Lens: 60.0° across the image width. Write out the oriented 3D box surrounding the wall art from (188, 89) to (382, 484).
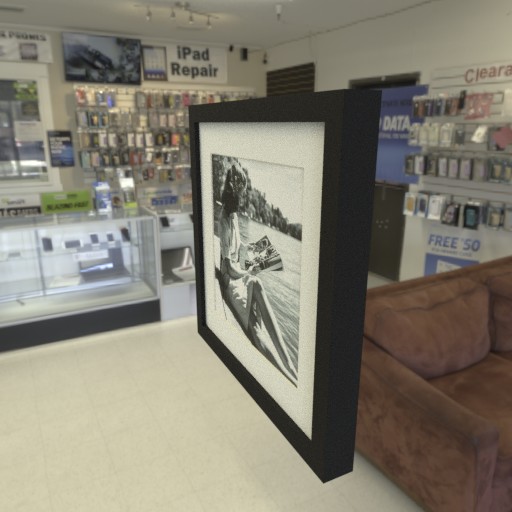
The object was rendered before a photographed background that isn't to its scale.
[{"bbox_3d":[0.000,0.000,0.459,0.030,0.305,0.308,-8,19,-25],"label":"wall art"}]
